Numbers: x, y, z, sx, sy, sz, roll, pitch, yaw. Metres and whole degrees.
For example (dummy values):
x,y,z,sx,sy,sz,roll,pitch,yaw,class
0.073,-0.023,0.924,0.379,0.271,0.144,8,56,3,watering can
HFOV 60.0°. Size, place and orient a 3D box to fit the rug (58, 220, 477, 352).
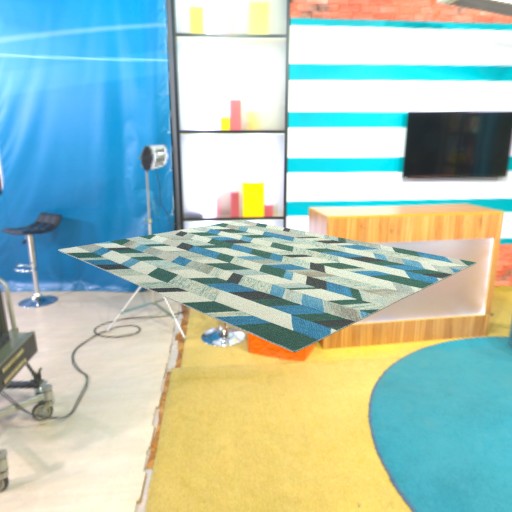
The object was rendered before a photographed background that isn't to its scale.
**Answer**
x,y,z,sx,sy,sz,roll,pitch,yaw,class
0.000,0.000,4.079,2.440,0.008,3.036,-14,20,-43,rug
